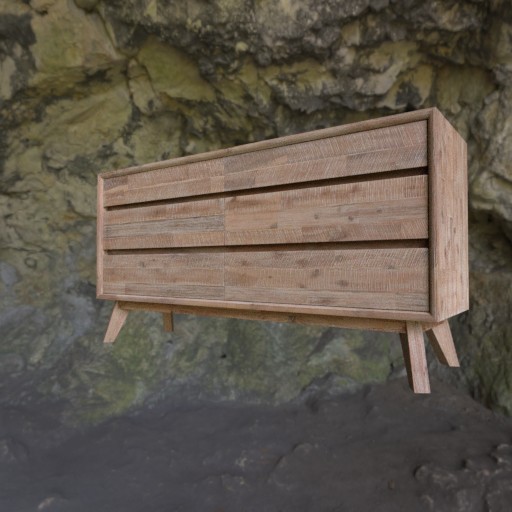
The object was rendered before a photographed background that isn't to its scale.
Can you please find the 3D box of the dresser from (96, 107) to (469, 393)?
[{"bbox_3d":[0.000,0.000,1.863,1.554,0.805,0.455,-1,-2,35],"label":"dresser"}]
